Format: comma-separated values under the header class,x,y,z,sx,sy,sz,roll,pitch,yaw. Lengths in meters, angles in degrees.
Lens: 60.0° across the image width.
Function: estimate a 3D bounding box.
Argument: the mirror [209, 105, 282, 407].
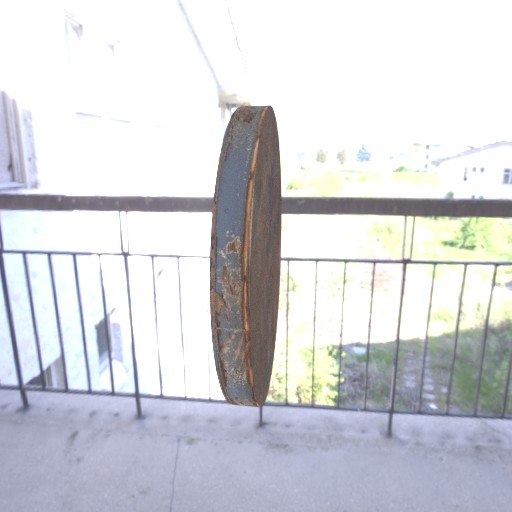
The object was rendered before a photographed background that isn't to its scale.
class,x,y,z,sx,sy,sz,roll,pitch,yaw
mirror,0.000,0.000,0.909,0.061,0.585,0.585,2,14,7
